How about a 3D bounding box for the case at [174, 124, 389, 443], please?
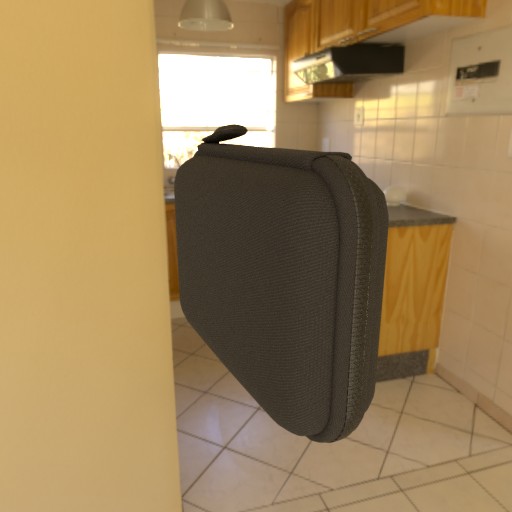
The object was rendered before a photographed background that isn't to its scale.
[{"bbox_3d":[0.000,0.000,0.183,0.038,0.105,0.132,-8,18,-26],"label":"case"}]
